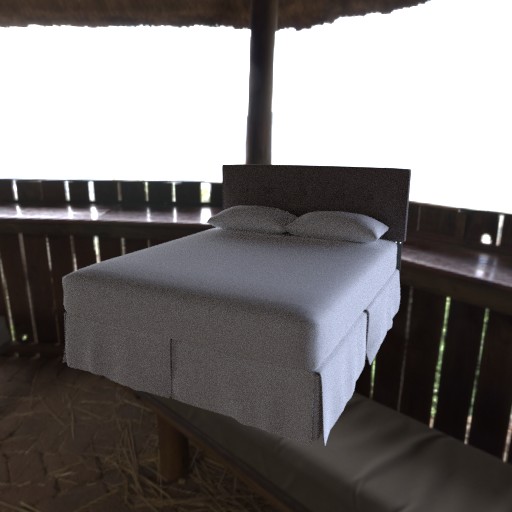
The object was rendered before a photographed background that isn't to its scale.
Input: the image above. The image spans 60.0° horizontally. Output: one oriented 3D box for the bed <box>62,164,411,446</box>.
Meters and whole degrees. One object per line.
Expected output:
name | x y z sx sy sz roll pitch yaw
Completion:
bed | 0.000 0.000 2.889 1.610 1.089 1.894 7 16 27
